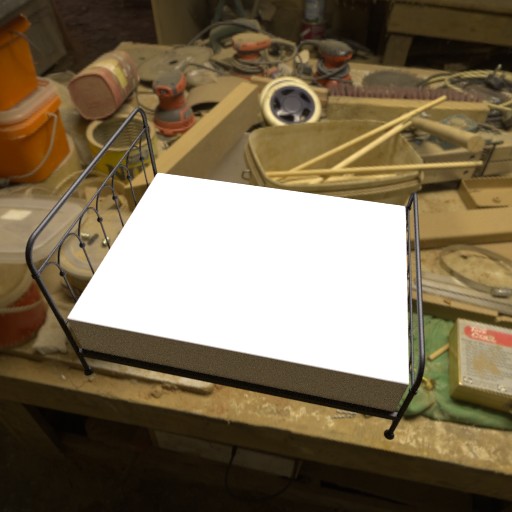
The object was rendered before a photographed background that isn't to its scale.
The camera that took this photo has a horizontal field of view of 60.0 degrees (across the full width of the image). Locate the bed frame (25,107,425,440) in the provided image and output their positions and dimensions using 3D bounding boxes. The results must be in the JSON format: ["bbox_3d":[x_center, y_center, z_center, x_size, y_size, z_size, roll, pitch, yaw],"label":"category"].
[{"bbox_3d":[0.000,0.000,3.133,2.203,1.276,1.664,9,47,8],"label":"bed frame"}]
